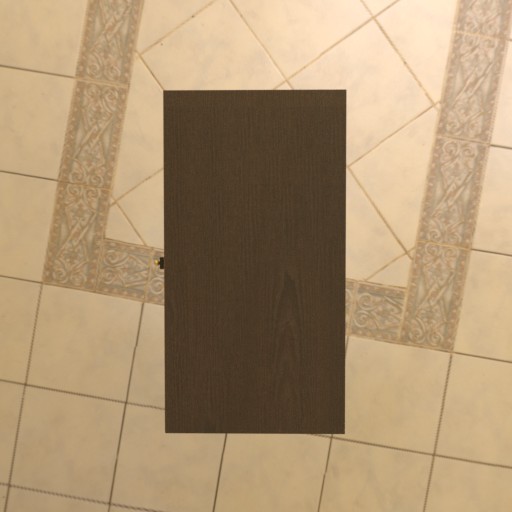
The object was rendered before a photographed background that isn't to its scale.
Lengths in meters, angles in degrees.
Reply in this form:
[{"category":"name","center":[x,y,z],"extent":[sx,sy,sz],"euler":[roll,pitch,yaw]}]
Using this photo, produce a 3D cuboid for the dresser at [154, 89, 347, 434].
[{"category":"dresser","center":[0.000,0.000,1.532],"extent":[0.418,1.254,0.704],"euler":[0,91,1]}]
